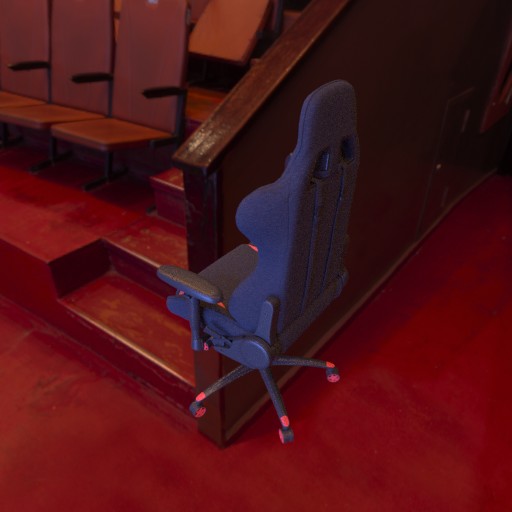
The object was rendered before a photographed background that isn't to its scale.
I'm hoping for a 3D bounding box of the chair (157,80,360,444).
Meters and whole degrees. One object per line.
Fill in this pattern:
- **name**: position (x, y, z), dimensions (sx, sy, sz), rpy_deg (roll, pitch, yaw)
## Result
- **chair**: position (0.000, 0.000, 1.690), dimensions (0.658, 1.326, 0.695), rpy_deg (22, 39, 30)
